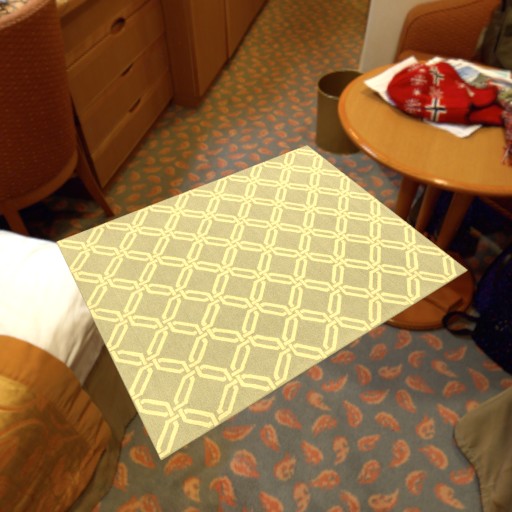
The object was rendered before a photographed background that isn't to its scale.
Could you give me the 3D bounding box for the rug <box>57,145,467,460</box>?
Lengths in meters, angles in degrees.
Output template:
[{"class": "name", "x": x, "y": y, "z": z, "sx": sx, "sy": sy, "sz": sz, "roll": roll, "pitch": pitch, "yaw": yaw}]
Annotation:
[{"class": "rug", "x": 0.000, "y": 0.000, "z": 3.960, "sx": 2.895, "sy": 0.018, "sz": 2.288, "roll": -25, "pitch": 52, "yaw": -22}]
